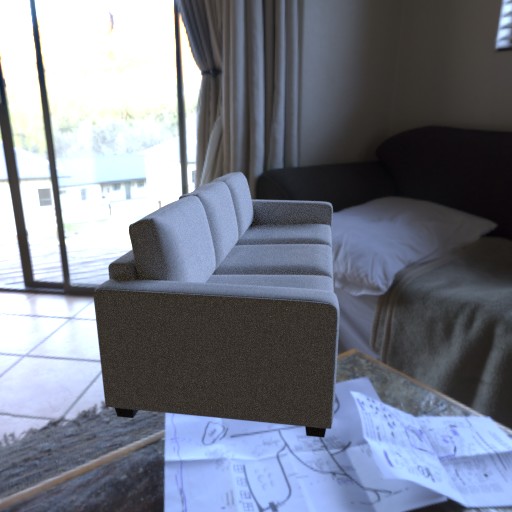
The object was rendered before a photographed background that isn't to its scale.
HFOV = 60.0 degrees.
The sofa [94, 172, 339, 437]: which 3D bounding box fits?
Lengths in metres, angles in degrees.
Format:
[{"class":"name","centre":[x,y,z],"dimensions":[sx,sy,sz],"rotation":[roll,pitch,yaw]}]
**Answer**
[{"class":"sofa","centre":[0.000,0.000,2.582],"dimensions":[0.900,0.800,2.120],"rotation":[2,16,8]}]
